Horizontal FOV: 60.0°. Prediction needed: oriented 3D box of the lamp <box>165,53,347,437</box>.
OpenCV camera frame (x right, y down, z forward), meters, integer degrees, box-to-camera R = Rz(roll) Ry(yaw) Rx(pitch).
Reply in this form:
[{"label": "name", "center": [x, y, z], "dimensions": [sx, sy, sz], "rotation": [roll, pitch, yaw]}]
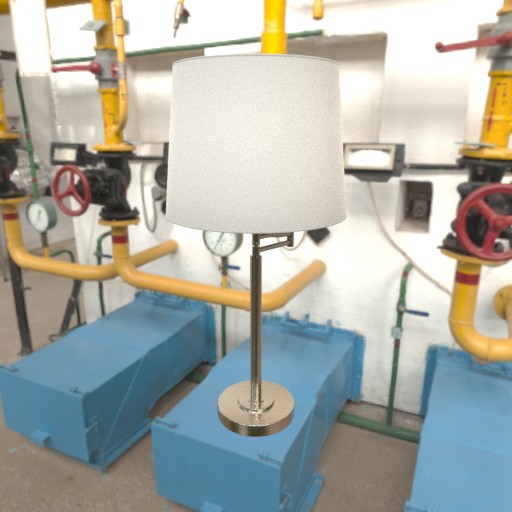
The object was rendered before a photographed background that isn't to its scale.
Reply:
[{"label": "lamp", "center": [0.000, 0.000, 0.853], "dimensions": [0.333, 0.696, 0.333], "rotation": [0, 16, 0]}]
